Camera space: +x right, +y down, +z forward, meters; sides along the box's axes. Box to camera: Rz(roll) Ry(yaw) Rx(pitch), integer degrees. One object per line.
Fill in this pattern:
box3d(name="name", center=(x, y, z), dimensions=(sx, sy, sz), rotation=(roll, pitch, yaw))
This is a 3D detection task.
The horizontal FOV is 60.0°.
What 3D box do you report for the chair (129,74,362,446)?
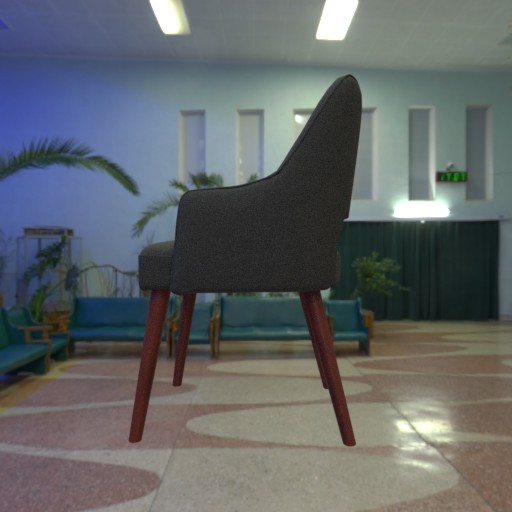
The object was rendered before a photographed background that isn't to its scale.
box3d(name="chair", center=(0.000, 0.000, 1.207), dimensions=(0.560, 0.838, 0.559), rotation=(0, 0, 3))
